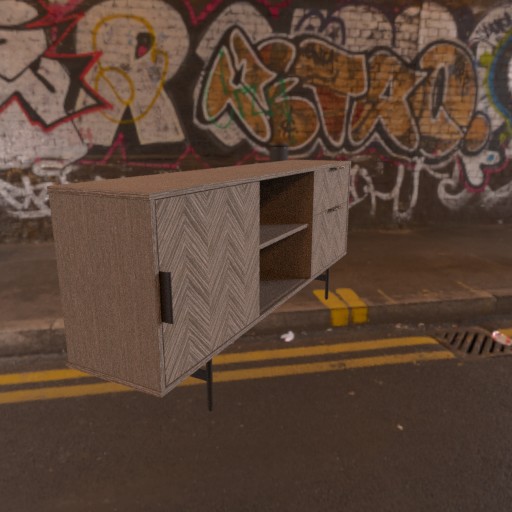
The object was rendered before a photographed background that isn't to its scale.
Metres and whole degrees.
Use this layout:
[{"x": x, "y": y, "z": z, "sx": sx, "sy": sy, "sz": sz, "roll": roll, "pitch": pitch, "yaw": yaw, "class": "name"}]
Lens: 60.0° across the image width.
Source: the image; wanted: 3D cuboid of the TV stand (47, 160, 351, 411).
[{"x": 0.000, "y": 0.000, "z": 2.045, "sx": 0.405, "sy": 0.787, "sz": 1.804, "roll": 8, "pitch": 17, "yaw": 27, "class": "TV stand"}]
